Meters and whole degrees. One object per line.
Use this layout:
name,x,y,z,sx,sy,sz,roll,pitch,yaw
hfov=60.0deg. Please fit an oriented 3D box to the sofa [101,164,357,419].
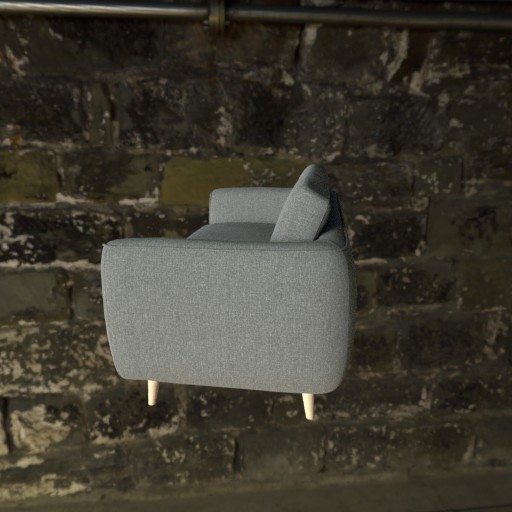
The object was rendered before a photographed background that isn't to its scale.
sofa,0.000,0.000,2.264,0.920,0.870,1.700,2,15,8
